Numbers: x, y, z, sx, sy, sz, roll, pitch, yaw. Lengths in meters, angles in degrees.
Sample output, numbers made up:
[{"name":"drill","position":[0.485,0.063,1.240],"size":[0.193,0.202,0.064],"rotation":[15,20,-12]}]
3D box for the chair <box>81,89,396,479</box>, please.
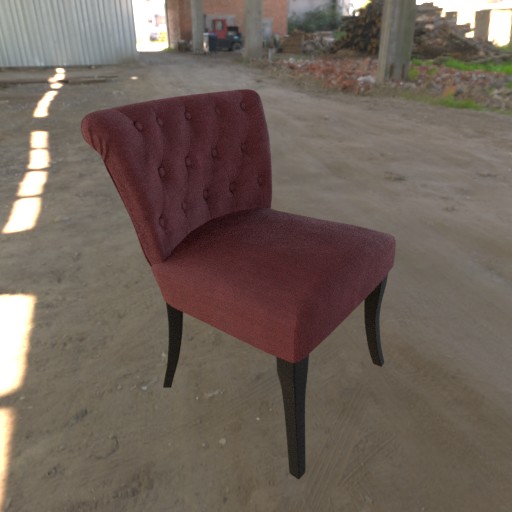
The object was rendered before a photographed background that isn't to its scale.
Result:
[{"name":"chair","position":[0.000,0.000,1.157],"size":[0.605,0.750,0.582],"rotation":[18,32,32]}]
